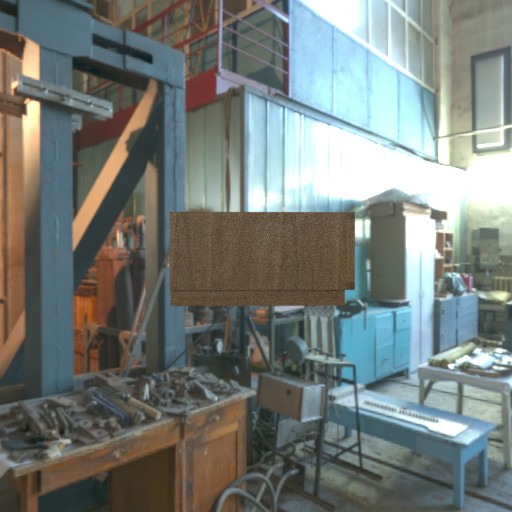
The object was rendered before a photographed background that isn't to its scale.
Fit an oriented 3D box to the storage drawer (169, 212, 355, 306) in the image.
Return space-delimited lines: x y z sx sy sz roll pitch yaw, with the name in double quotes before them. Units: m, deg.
"storage drawer" 0.000 0.000 2.249 0.538 0.264 2.032 0 1 -2
